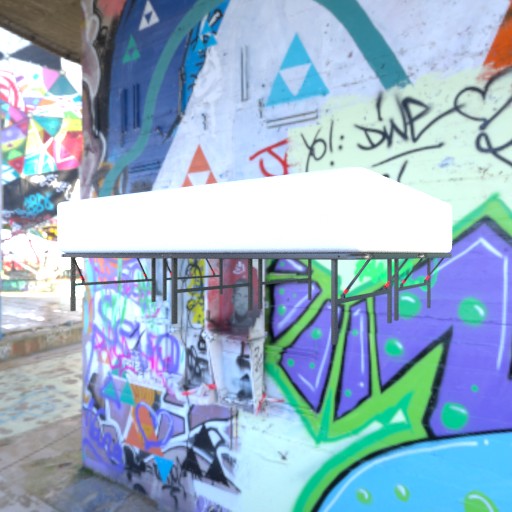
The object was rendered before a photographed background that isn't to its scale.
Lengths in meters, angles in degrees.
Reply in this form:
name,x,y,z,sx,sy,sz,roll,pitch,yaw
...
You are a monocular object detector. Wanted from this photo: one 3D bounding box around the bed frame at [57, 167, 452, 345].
name,x,y,z,sx,sy,sz,roll,pitch,yaw
bed frame,0.000,0.000,2.804,2.037,0.677,1.528,0,0,35
